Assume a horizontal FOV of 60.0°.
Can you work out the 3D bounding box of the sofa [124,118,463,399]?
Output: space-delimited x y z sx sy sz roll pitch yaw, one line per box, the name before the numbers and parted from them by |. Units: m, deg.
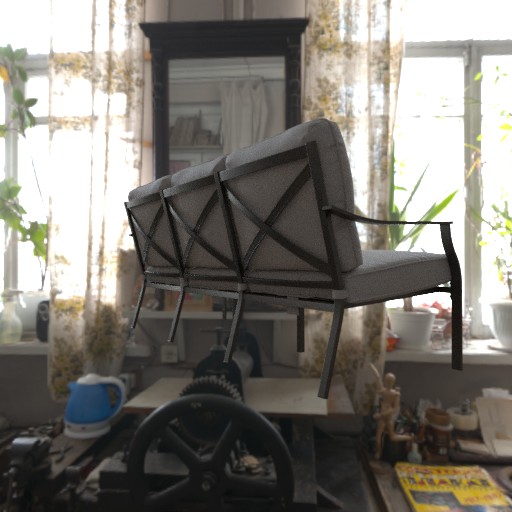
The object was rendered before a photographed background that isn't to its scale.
sofa | 0.000 0.000 2.177 0.787 0.860 1.740 0 -1 -35
